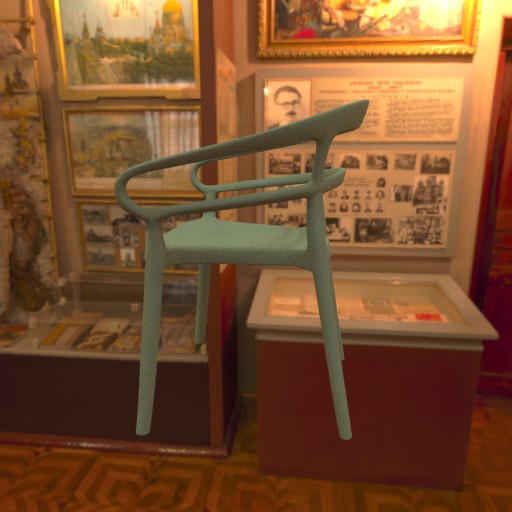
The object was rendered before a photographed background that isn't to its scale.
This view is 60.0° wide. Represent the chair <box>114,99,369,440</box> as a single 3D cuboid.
[{"bbox_3d":[0.000,0.000,1.160,0.527,0.761,0.559,2,14,8],"label":"chair"}]
